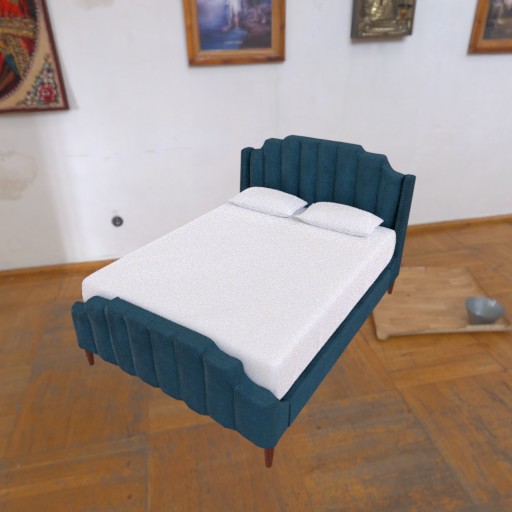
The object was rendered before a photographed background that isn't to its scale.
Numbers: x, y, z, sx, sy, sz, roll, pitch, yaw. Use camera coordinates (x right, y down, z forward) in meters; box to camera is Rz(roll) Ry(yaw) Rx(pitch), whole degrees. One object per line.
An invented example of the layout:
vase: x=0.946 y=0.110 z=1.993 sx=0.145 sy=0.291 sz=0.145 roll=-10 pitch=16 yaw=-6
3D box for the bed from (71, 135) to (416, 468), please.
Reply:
bed: x=0.000 y=0.000 z=3.443 sx=1.676 sy=1.351 sz=2.322 roll=17 pitch=33 yaw=29
